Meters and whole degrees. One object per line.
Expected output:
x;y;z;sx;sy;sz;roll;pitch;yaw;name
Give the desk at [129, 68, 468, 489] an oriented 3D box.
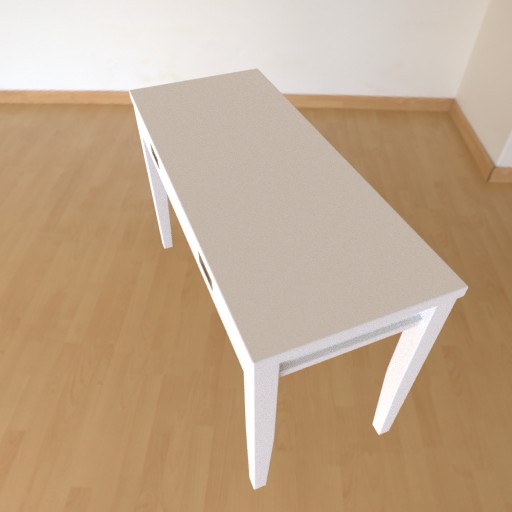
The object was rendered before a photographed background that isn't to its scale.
0.000;0.000;1.569;0.508;0.775;1.220;-16;48;-15;desk
